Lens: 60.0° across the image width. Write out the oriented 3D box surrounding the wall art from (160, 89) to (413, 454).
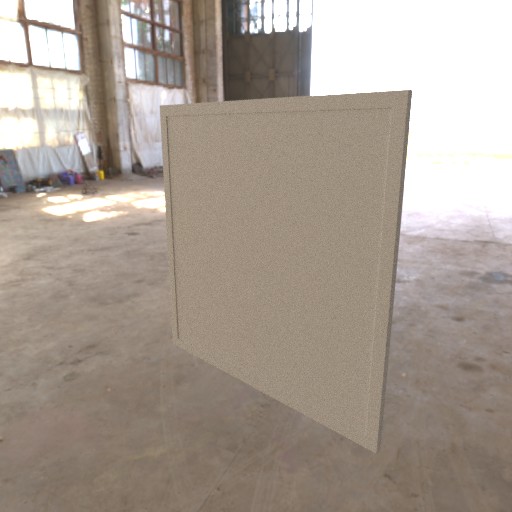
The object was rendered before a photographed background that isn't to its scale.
[{"bbox_3d":[0.000,0.000,0.990,0.660,0.660,0.015,15,21,42],"label":"wall art"}]
